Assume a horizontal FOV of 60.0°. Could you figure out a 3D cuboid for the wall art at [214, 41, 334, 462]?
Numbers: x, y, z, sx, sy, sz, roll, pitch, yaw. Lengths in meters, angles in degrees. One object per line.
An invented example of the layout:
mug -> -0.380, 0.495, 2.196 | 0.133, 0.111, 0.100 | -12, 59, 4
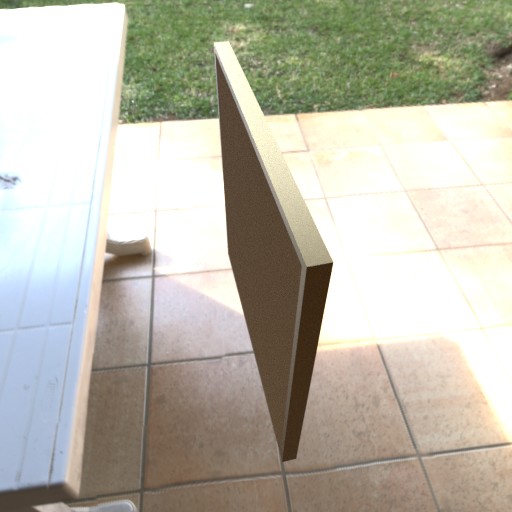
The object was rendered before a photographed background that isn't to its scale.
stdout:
wall art -> 0.000, 0.000, 1.126 | 0.038, 0.762, 0.762 | -10, 48, -9
